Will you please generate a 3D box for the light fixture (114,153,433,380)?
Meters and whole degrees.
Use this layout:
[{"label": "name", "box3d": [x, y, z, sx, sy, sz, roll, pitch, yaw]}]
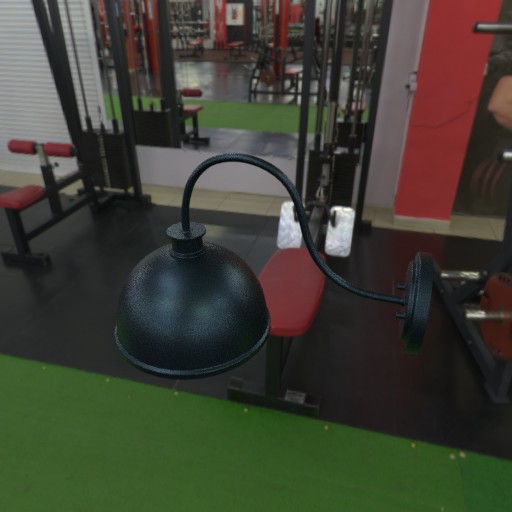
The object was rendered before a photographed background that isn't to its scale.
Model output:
[{"label": "light fixture", "box3d": [0.000, 0.000, 0.634, 0.467, 0.295, 0.253, 9, 31, 15]}]
